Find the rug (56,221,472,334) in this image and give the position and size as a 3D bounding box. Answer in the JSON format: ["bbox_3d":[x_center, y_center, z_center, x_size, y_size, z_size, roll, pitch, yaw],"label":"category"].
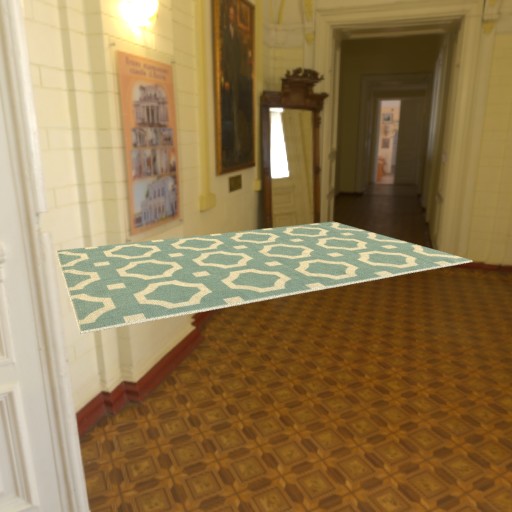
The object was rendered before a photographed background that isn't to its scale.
[{"bbox_3d":[0.000,0.000,3.055,2.443,0.015,1.528,-8,17,-26],"label":"rug"}]
